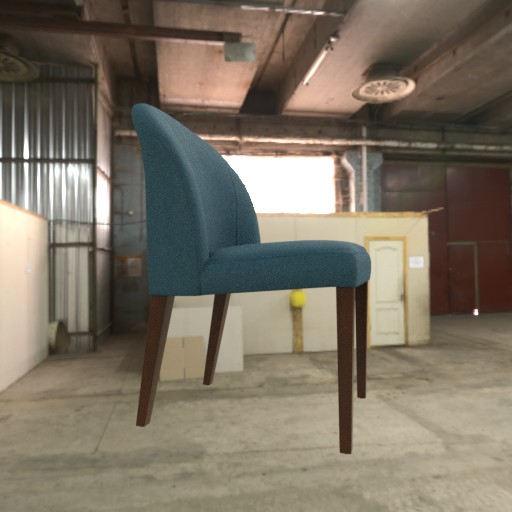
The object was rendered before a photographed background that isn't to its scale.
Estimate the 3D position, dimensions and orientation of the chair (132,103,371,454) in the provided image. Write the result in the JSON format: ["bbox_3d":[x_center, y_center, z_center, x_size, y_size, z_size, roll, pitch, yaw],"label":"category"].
[{"bbox_3d":[0.000,0.000,1.266,0.620,0.879,0.507,0,-1,18],"label":"chair"}]
